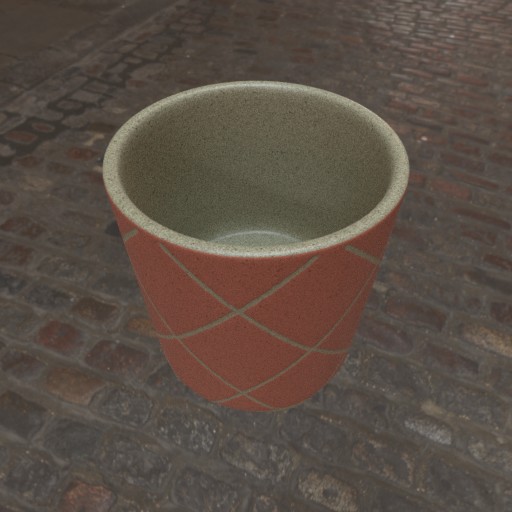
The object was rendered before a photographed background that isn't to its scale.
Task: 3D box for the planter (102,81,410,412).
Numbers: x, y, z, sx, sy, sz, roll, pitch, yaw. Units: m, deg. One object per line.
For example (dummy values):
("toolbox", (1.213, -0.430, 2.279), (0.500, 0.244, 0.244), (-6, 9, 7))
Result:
("planter", (0.000, 0.000, 0.353), (0.191, 0.200, 0.191), (0, 47, 0))
